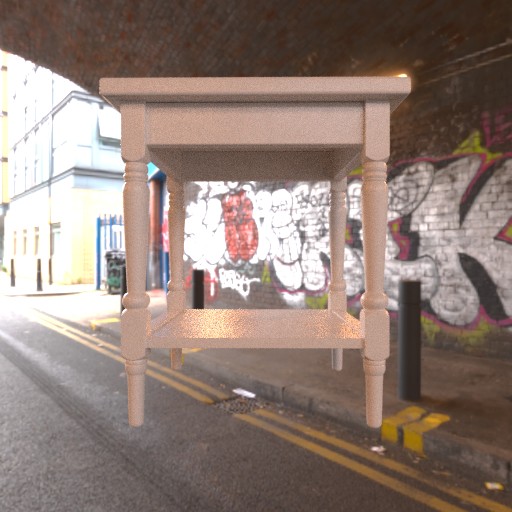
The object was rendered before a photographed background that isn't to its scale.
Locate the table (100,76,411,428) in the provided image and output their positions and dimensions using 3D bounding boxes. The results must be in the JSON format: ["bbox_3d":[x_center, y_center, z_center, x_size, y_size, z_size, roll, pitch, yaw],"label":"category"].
[{"bbox_3d":[0.000,0.000,0.915,0.488,0.565,0.442,0,0,1],"label":"table"}]
